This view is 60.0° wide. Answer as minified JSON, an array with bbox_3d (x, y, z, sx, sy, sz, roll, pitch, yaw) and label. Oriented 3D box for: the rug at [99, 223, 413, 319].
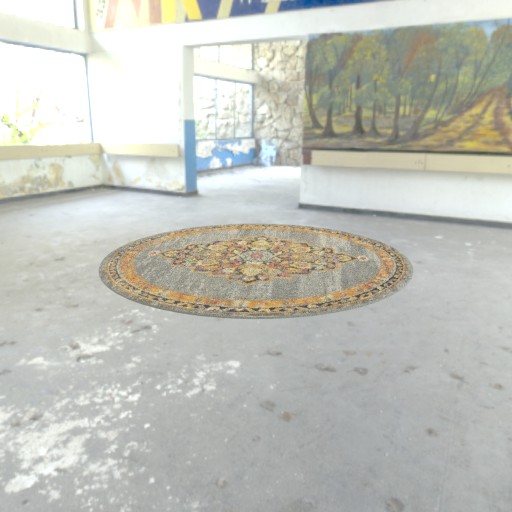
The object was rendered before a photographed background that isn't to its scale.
[{"bbox_3d":[0.000,0.000,3.540,2.382,0.014,2.382,0,16,0],"label":"rug"}]
